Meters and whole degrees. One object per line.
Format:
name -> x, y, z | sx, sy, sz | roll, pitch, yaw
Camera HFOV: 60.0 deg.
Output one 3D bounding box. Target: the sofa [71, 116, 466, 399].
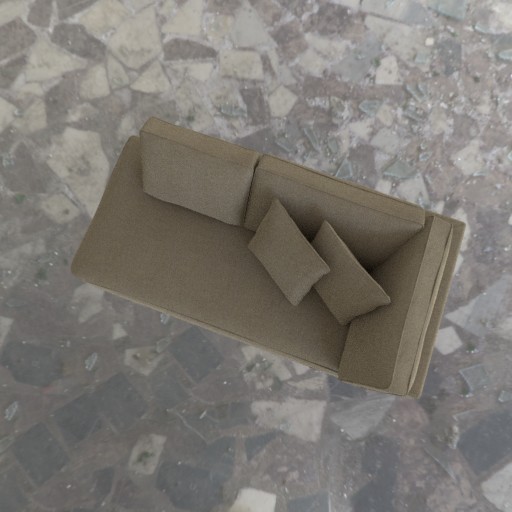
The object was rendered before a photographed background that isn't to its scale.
sofa -> 0.000, 0.000, 2.854 | 2.238, 1.019, 1.110 | 19, 77, 5
